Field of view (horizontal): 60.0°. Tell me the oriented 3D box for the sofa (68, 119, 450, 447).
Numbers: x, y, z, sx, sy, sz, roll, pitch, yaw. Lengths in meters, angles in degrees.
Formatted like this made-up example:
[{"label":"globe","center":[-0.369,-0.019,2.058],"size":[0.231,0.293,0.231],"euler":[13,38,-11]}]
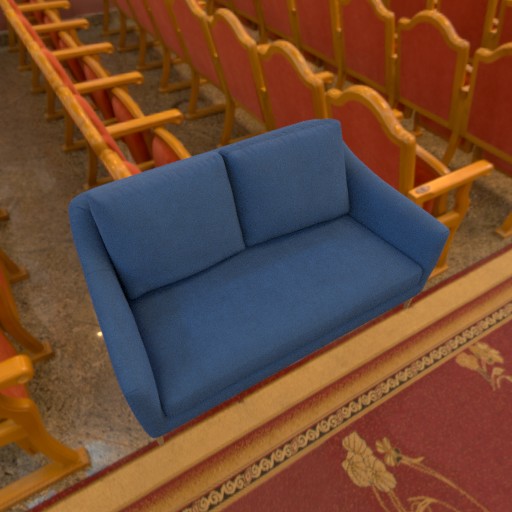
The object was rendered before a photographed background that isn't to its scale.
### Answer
[{"label":"sofa","center":[0.000,0.000,2.194],"size":[1.619,0.902,0.960],"euler":[-23,50,-21]}]
